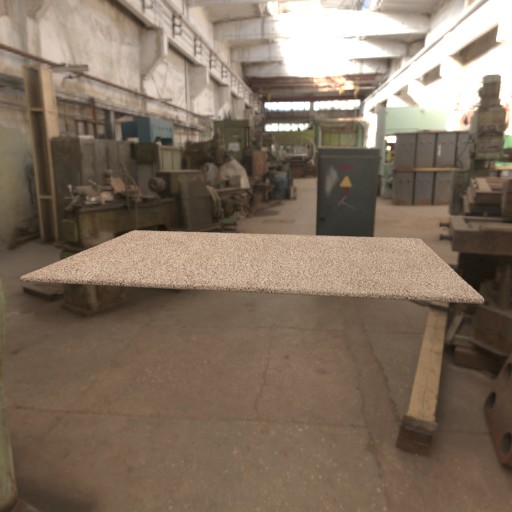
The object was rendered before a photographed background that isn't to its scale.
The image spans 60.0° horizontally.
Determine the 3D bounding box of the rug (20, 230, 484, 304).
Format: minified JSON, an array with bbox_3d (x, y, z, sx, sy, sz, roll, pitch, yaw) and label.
[{"bbox_3d":[0.000,0.000,3.015,2.438,0.030,1.524,2,13,9],"label":"rug"}]
